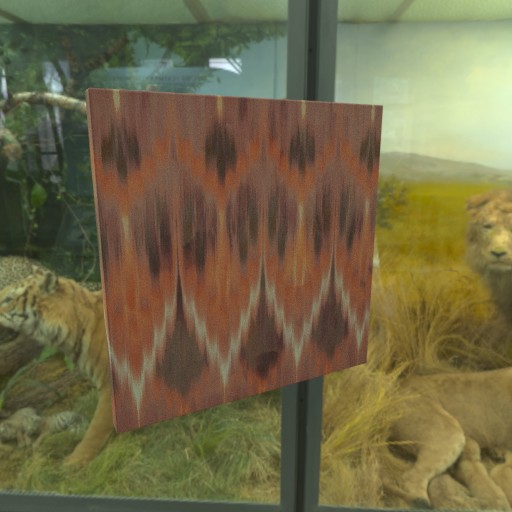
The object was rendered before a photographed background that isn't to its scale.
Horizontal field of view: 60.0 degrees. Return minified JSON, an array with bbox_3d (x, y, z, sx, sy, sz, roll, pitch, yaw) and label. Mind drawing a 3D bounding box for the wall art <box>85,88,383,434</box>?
[{"bbox_3d":[0.000,0.000,0.906,0.603,0.609,0.037,-7,15,-27],"label":"wall art"}]
